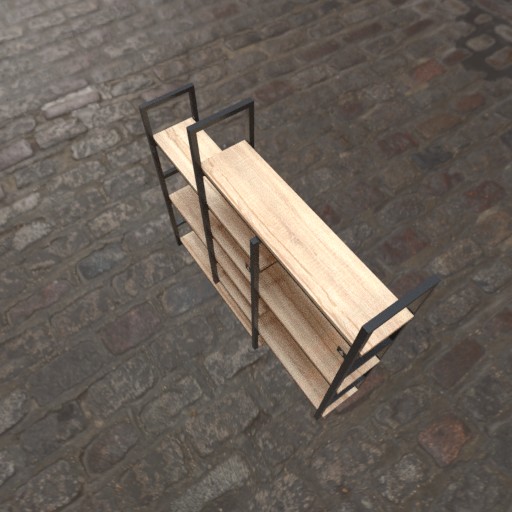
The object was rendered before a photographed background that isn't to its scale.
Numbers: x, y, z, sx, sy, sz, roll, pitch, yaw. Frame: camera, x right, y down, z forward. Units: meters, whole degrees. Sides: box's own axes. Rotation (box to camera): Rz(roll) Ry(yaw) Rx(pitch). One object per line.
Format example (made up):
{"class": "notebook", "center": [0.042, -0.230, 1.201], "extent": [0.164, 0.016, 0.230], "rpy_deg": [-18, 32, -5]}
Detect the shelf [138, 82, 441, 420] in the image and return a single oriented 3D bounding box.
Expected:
{"class": "shelf", "center": [0.000, 0.000, 1.389], "extent": [0.183, 0.921, 0.946], "rpy_deg": [-31, 64, -17]}
